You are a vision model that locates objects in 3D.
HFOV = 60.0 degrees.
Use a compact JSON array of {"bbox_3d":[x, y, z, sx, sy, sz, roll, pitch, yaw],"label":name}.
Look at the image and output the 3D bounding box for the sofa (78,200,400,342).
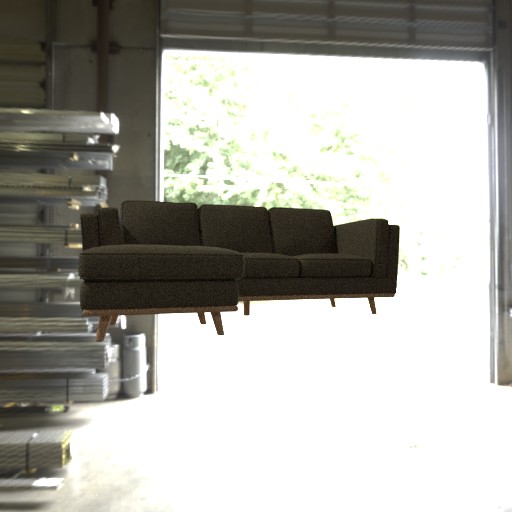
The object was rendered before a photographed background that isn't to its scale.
[{"bbox_3d":[0.000,0.000,3.264,2.411,0.929,1.604,0,-1,-18],"label":"sofa"}]
